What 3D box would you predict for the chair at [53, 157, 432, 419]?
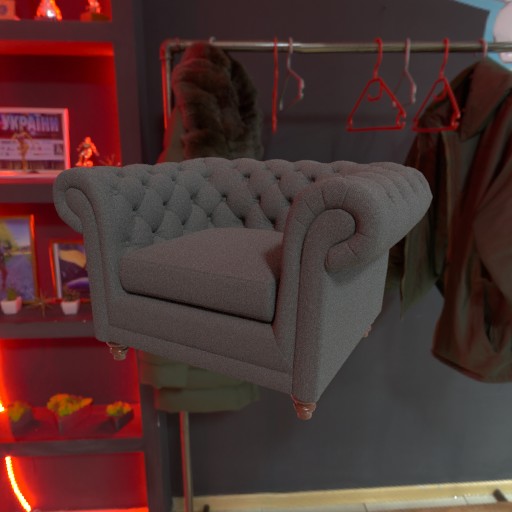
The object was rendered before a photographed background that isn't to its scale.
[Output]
[{"bbox_3d":[0.000,0.000,1.868,1.270,0.770,0.976,8,17,28],"label":"chair"}]
